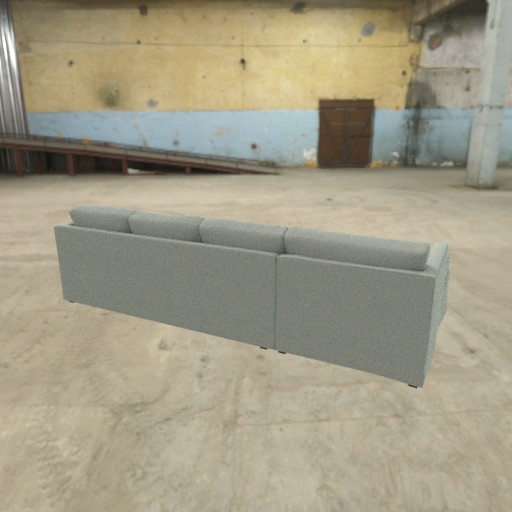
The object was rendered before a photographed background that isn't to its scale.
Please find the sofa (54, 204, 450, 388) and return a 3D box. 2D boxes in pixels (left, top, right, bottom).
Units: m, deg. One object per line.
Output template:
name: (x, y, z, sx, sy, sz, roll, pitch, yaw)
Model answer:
sofa: (0.000, 0.000, 3.995, 3.205, 0.922, 1.650, 8, 18, 26)
